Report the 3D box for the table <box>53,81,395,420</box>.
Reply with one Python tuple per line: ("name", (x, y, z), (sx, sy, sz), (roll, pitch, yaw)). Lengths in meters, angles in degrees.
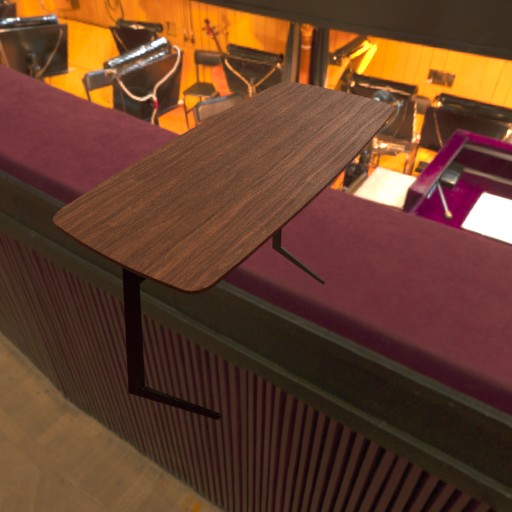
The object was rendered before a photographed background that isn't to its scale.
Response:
("table", (0.000, 0.000, 1.109), (0.361, 0.576, 0.804), (23, 46, 25))
